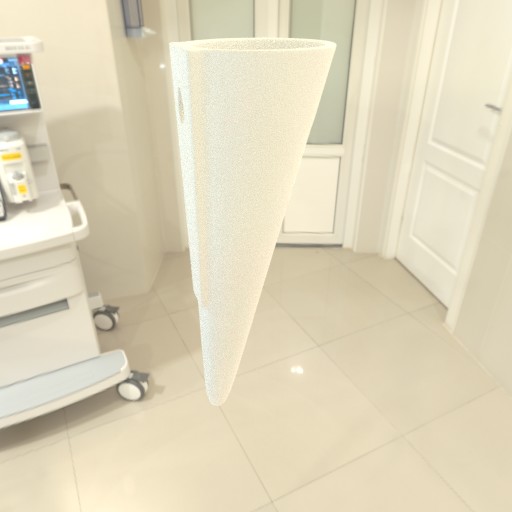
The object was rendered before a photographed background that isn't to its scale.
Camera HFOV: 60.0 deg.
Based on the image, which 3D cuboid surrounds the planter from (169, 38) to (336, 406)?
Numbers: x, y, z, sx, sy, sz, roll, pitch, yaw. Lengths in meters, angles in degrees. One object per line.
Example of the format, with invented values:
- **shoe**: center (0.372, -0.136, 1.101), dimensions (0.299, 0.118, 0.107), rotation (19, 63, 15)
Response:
- **planter**: center (0.000, 0.000, 0.223), dimensions (0.064, 0.193, 0.057), rotation (-10, 32, -17)
